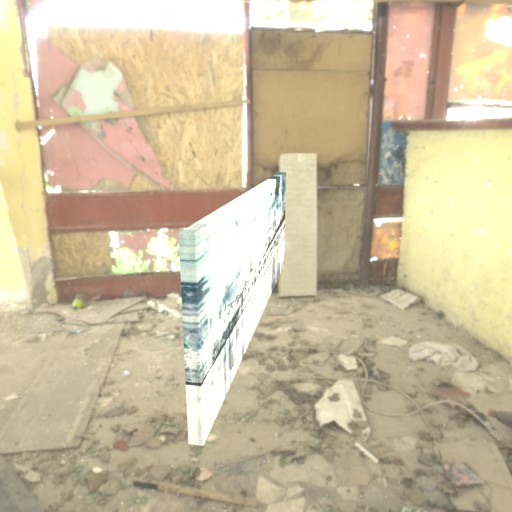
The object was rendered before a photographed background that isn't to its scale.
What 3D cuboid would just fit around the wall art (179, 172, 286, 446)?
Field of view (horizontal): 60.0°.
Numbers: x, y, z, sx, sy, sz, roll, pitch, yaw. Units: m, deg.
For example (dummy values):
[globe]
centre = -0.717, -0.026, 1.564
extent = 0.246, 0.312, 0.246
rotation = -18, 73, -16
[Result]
[wall art]
centre = 0.000, 0.000, 1.692
extent = 0.037, 0.509, 1.524
rotation = 3, 16, 10
